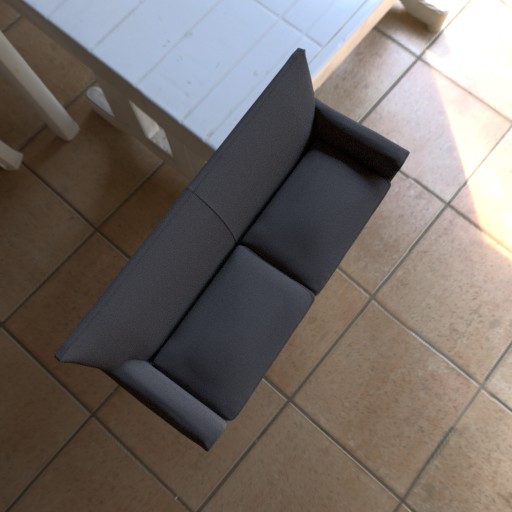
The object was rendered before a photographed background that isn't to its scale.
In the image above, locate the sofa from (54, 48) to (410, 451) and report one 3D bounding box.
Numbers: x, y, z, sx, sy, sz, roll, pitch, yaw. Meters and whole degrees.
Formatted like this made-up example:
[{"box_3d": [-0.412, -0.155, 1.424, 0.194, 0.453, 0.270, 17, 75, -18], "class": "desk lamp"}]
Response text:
[{"box_3d": [0.000, 0.000, 2.554, 0.843, 0.907, 2.002, 34, 78, 8], "class": "sofa"}]
